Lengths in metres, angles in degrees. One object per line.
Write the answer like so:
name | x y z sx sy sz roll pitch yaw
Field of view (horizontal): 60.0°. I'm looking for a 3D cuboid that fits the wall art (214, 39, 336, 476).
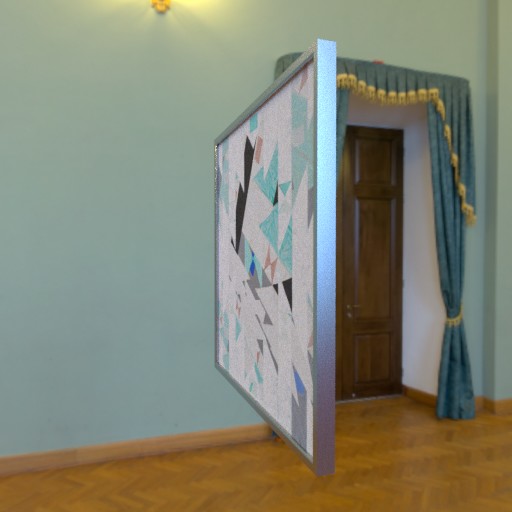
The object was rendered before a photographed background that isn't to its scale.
wall art | 0.000 0.000 1.204 0.038 0.806 0.806 0 1 -19
